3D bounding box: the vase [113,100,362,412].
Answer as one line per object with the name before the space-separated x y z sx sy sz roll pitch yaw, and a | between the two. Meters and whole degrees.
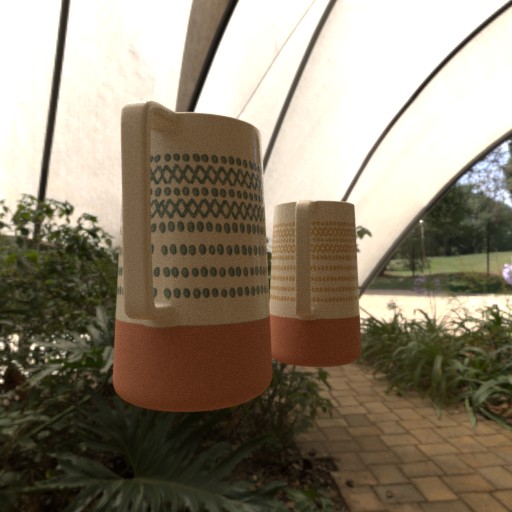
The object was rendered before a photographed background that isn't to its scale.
vase | 0.000 0.000 0.459 0.326 0.247 0.168 0 0 -35
